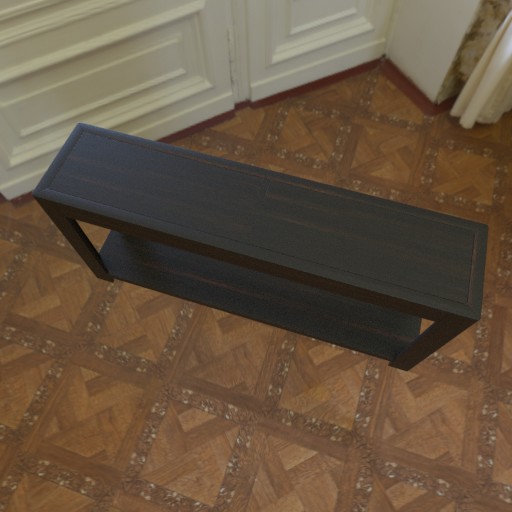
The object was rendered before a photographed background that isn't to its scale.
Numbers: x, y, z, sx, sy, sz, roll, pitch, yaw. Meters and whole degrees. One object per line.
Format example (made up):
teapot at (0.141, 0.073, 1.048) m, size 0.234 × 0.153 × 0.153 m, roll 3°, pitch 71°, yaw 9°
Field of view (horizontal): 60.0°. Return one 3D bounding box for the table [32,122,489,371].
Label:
table at (0.000, 0.000, 1.954) m, size 1.631 × 0.762 × 0.384 m, roll 16°, pitch 64°, yaw 8°
